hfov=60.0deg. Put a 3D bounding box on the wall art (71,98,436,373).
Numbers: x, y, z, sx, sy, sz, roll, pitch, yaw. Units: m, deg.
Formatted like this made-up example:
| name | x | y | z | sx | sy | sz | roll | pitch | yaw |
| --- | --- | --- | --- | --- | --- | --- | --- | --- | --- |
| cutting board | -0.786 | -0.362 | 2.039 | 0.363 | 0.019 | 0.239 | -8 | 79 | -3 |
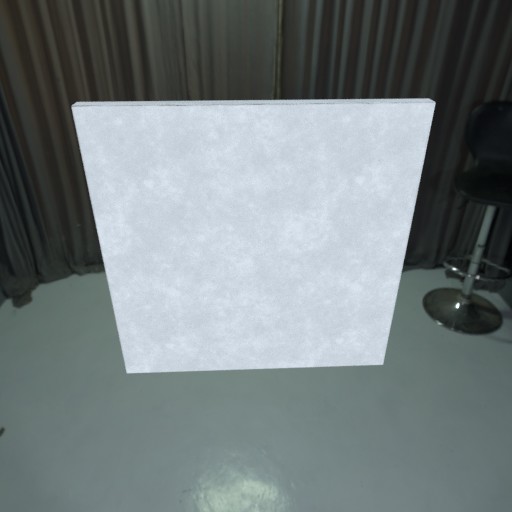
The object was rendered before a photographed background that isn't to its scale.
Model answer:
| name | x | y | z | sx | sy | sz | roll | pitch | yaw |
| --- | --- | --- | --- | --- | --- | --- | --- | --- | --- |
| wall art | 0.000 | 0.000 | 0.452 | 0.303 | 0.303 | 0.015 | -1 | 31 | -2 |
